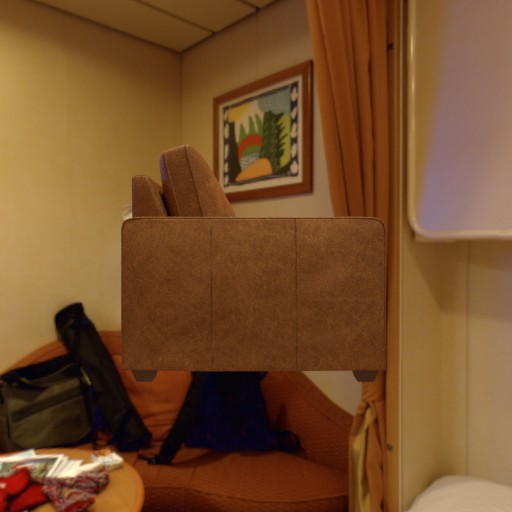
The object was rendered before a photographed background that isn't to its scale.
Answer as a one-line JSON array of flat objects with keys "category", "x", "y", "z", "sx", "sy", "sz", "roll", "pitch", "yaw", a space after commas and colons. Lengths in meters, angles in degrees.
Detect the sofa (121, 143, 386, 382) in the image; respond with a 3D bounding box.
[{"category": "sofa", "x": 0.000, "y": 0.000, "z": 2.663, "sx": 0.991, "sy": 0.928, "sz": 2.156, "roll": 0, "pitch": 0, "yaw": 0}]
